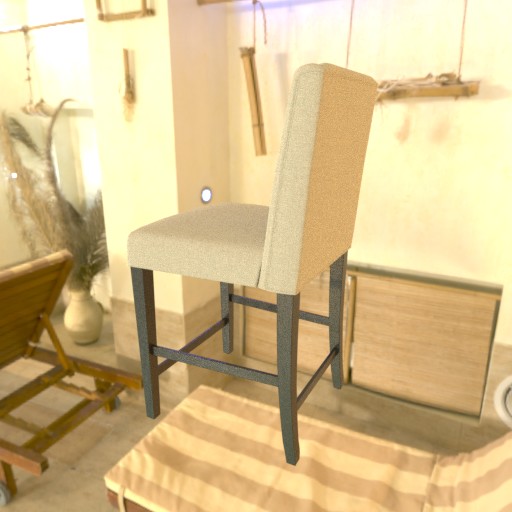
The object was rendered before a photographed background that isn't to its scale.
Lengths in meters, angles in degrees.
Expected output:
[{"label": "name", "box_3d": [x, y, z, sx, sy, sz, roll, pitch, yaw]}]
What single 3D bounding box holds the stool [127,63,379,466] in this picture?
[{"label": "stool", "box_3d": [0.000, 0.000, 1.235, 0.509, 0.939, 0.474, 9, 19, 27]}]
